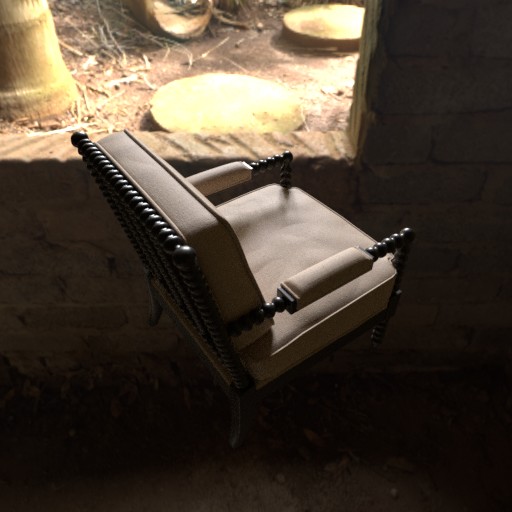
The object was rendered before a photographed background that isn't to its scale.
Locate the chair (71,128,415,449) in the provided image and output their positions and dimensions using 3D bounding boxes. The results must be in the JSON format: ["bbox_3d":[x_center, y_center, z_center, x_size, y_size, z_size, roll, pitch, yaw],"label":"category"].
[{"bbox_3d":[0.000,0.000,1.192,0.657,0.703,0.555,-25,47,-26],"label":"chair"}]
